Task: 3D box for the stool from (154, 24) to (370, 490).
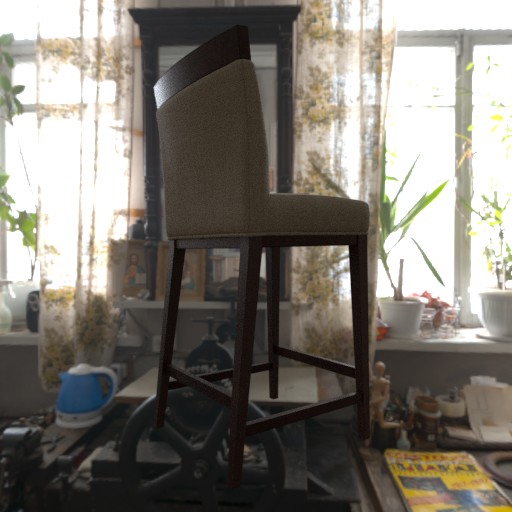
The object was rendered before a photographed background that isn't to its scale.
[{"bbox_3d":[0.000,0.000,1.263,0.480,1.011,0.463,-1,1,-36],"label":"stool"}]
